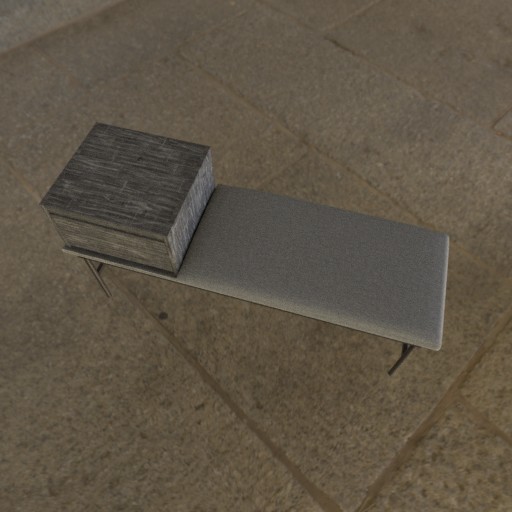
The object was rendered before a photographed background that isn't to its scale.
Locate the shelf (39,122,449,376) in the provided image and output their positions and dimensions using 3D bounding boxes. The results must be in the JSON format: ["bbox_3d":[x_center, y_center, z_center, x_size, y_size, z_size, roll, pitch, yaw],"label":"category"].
[{"bbox_3d":[0.000,0.000,1.678,1.342,0.633,0.457,14,59,9],"label":"shelf"}]
